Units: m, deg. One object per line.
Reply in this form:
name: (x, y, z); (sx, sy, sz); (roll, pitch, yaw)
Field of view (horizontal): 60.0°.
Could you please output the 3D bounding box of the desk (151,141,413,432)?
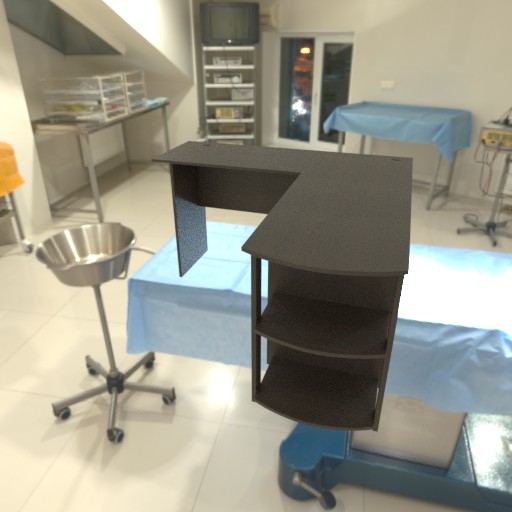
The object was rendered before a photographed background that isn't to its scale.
desk: (0.000, 0.000, 2.107); (1.303, 0.716, 1.361); (8, 28, 16)
